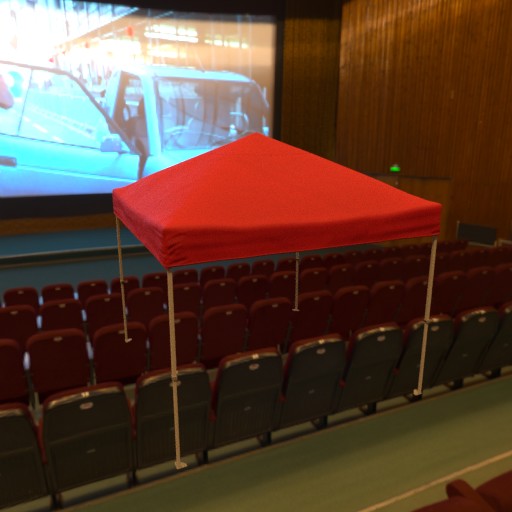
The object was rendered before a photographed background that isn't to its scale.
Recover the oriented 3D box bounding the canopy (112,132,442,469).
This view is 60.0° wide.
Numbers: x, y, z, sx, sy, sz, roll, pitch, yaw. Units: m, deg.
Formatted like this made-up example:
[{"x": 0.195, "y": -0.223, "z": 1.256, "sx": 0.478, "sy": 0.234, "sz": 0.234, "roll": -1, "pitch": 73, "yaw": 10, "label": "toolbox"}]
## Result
[{"x": 0.000, "y": 0.000, "z": 5.573, "sx": 2.996, "sy": 2.997, "sz": 2.998, "roll": -7, "pitch": 16, "yaw": -24, "label": "canopy"}]
